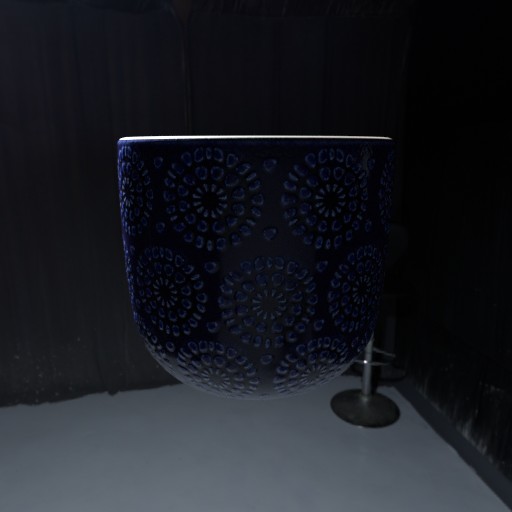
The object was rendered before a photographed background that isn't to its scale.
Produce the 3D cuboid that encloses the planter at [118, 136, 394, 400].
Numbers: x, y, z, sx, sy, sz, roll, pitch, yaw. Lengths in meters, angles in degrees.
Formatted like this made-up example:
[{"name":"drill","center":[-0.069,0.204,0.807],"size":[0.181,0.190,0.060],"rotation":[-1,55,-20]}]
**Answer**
[{"name":"planter","center":[0.000,0.000,0.291],"size":[0.165,0.149,0.165],"rotation":[0,14,0]}]
